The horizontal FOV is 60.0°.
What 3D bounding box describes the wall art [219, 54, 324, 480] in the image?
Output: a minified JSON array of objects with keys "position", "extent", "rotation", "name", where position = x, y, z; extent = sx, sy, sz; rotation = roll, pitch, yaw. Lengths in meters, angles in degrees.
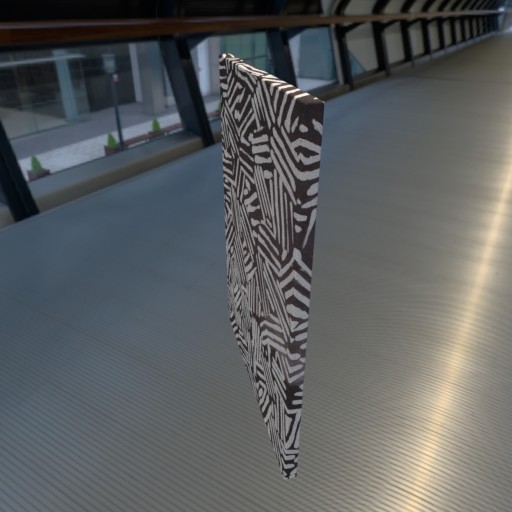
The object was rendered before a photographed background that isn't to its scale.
[{"position":[0.000,0.000,1.307],"extent":[0.038,1.017,0.765],"rotation":[-8,31,-13],"name":"wall art"}]
